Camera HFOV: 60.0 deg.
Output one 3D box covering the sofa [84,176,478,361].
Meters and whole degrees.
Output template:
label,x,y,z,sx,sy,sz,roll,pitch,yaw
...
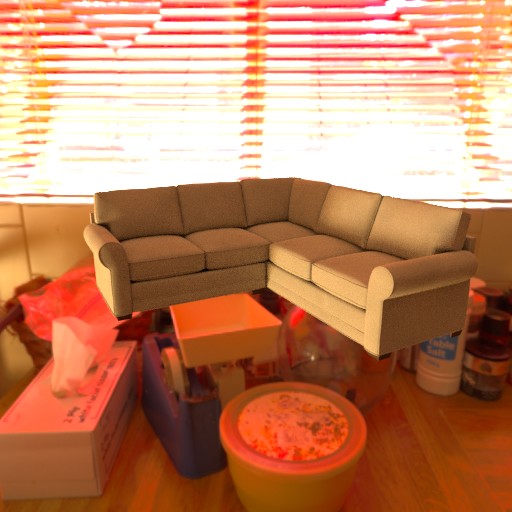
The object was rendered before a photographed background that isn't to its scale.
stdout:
label,x,y,z,sx,sy,sz,roll,pitch,yaw
sofa,0.000,0.000,3.828,2.487,1.053,2.562,-9,18,-27
